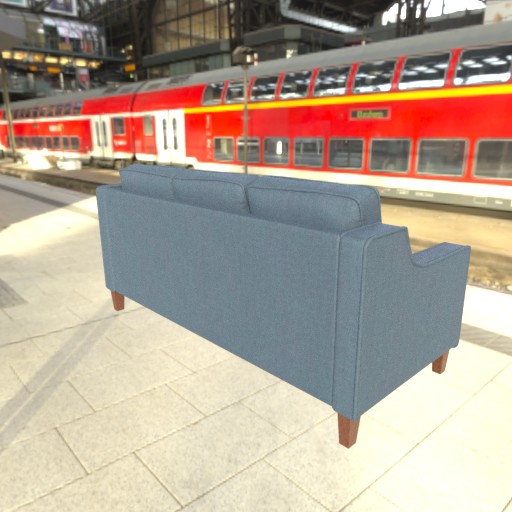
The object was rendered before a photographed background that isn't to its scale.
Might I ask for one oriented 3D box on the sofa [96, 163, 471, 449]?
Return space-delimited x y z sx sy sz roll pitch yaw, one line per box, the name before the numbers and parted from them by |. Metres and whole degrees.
sofa | 0.000 0.000 2.492 0.911 0.974 1.986 -14 21 -42
